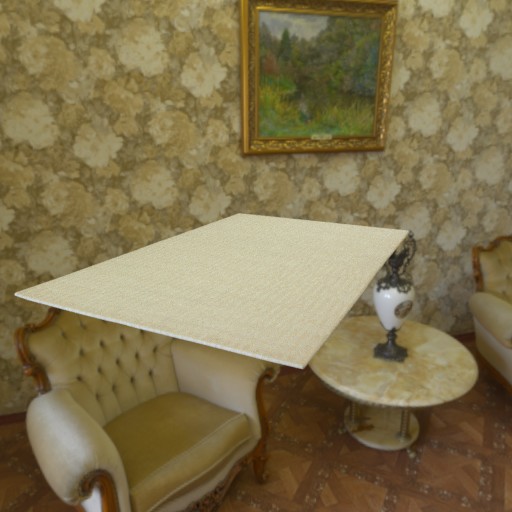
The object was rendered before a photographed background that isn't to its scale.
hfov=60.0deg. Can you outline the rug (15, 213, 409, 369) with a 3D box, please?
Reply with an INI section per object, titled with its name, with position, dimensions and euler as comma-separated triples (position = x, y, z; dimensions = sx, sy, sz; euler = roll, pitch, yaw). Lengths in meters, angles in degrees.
[rug]
position = 0.000, 0.000, 2.278
dimensions = 1.238, 0.014, 1.848
euler = 8, 19, 26
